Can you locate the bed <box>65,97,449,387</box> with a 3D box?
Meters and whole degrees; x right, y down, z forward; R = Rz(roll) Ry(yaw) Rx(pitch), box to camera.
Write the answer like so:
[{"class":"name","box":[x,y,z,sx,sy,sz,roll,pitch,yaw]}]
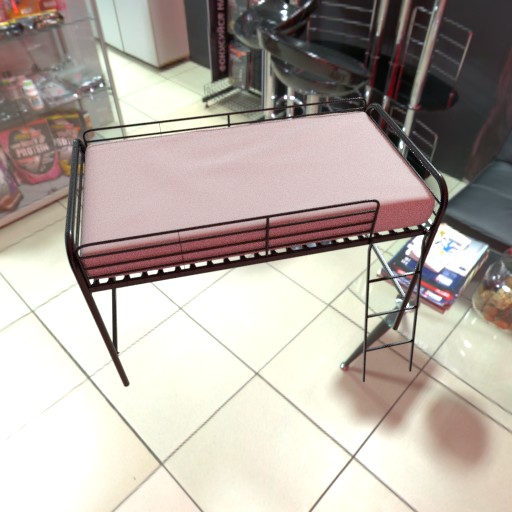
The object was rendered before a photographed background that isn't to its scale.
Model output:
[{"class":"bed","box":[0.000,0.000,2.859,1.968,1.289,1.393,-10,47,-9]}]
